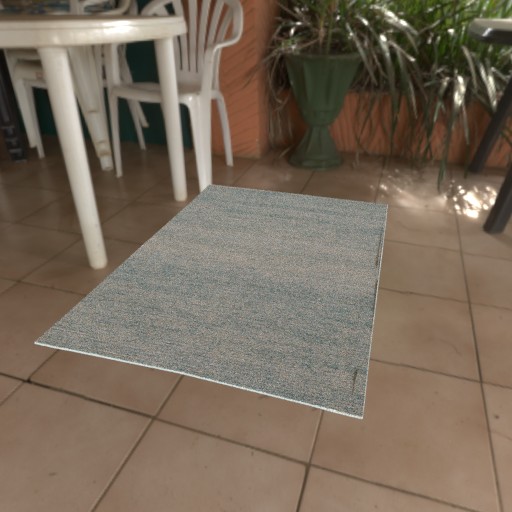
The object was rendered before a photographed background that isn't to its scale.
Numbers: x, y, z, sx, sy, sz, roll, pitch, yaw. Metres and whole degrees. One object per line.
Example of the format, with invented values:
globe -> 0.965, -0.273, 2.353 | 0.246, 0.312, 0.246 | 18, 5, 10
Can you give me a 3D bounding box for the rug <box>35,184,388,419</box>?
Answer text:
rug -> 0.000, 0.000, 2.959 | 1.613, 0.030, 2.306 | 9, 31, 15
